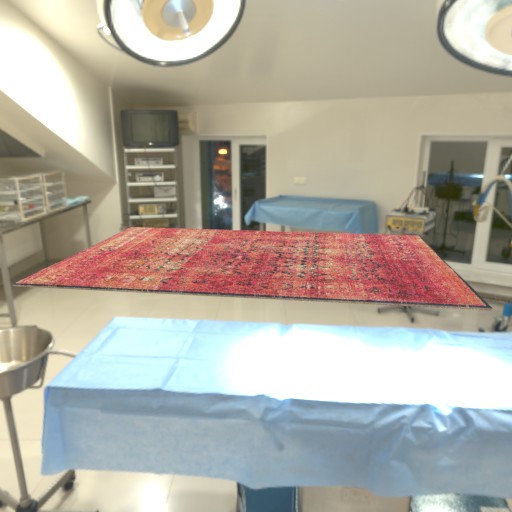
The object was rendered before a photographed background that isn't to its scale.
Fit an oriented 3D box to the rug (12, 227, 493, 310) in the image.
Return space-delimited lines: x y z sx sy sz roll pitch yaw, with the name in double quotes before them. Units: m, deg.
"rug" 0.000 0.000 2.964 2.449 0.018 1.539 2 16 8
